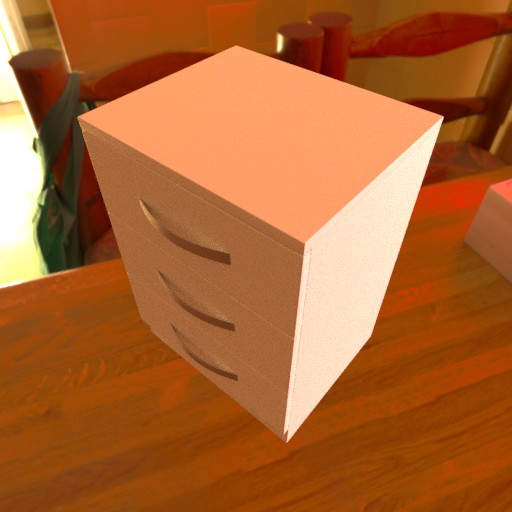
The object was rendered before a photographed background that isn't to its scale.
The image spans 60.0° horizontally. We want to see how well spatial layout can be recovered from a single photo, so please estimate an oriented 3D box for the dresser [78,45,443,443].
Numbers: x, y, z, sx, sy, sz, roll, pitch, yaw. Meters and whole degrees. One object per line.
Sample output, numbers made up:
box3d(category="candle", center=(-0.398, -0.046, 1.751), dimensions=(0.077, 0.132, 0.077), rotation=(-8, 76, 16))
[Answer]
box3d(category="dresser", center=(0.000, 0.000, 0.830), dimensions=(0.400, 0.560, 0.360), rotation=(31, 54, 27))
